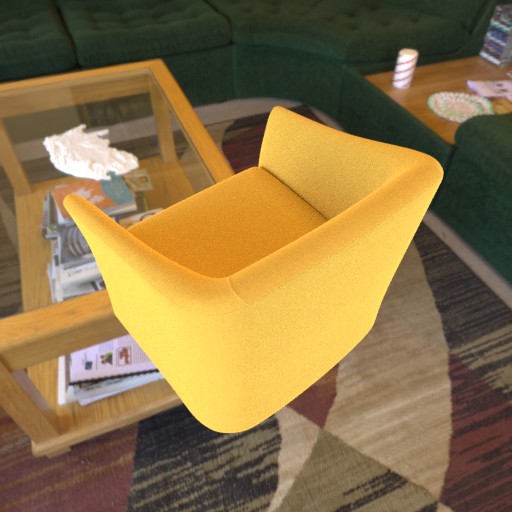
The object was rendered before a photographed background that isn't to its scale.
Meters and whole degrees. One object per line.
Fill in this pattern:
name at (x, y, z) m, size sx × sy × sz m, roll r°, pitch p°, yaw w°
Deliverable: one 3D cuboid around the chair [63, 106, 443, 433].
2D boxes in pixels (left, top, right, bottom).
chair at (0.000, 0.000, 1.330) m, size 0.790 × 0.720 × 0.700 m, roll -31°, pitch 54°, yaw -26°
